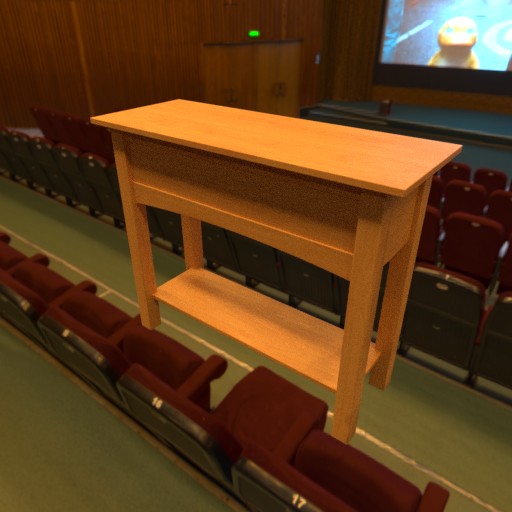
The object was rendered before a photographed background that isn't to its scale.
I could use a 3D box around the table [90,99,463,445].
[{"bbox_3d":[0.000,0.000,1.288,0.900,0.728,0.340,21,36,32],"label":"table"}]
